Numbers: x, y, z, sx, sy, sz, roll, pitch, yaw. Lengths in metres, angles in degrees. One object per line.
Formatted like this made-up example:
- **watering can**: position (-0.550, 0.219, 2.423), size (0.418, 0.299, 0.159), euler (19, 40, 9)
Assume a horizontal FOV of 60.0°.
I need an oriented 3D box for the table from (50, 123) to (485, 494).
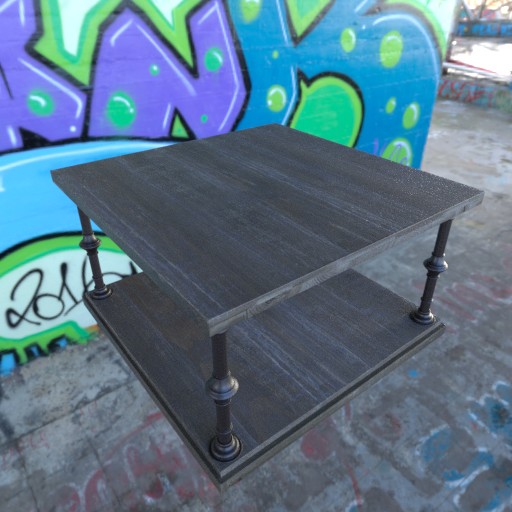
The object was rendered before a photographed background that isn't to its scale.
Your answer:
- **table**: position (0.000, 0.000, 1.101), size (0.696, 0.400, 0.696), euler (-22, 38, -31)
